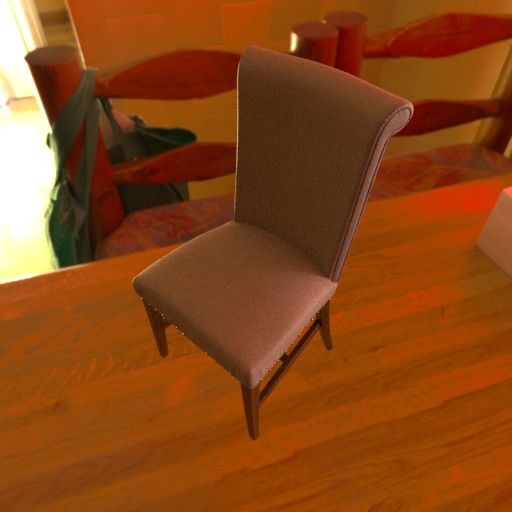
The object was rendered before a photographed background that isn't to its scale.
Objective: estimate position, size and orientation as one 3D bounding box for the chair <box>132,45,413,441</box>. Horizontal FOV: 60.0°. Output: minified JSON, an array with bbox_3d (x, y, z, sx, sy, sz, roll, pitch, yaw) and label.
[{"bbox_3d":[0.000,0.000,1.358,0.513,0.988,0.608,33,55,27],"label":"chair"}]
